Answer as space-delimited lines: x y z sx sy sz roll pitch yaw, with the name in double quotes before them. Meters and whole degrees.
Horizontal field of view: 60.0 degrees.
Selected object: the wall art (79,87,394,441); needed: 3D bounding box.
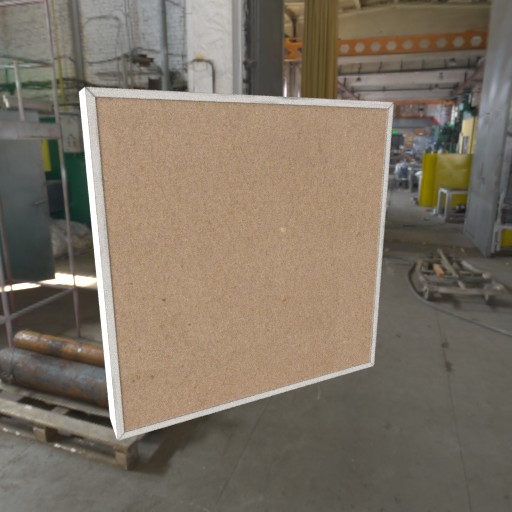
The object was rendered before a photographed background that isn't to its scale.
"wall art" 0.000 0.000 0.451 0.305 0.305 0.038 -7 16 -26
